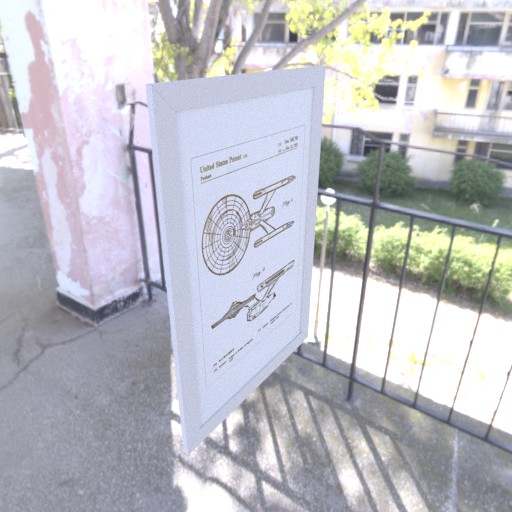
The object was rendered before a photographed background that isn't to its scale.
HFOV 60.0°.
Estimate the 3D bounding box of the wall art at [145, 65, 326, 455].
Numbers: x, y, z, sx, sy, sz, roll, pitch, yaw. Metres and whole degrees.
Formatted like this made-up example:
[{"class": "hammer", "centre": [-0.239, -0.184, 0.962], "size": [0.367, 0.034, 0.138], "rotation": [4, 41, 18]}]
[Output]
[{"class": "wall art", "centre": [0.000, 0.000, 0.859], "size": [0.011, 0.659, 0.454], "rotation": [18, 32, 32]}]
